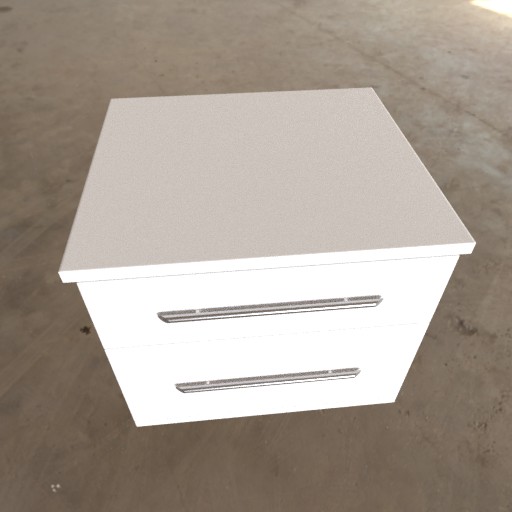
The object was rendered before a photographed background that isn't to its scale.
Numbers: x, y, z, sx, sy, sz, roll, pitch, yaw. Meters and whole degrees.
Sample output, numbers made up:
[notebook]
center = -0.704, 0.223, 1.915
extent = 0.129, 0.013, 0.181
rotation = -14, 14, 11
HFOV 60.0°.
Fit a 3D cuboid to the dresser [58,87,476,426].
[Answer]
[dresser]
center = 0.000, 0.000, 0.710
extent = 0.430, 0.360, 0.400
rotation = -4, 44, -4
